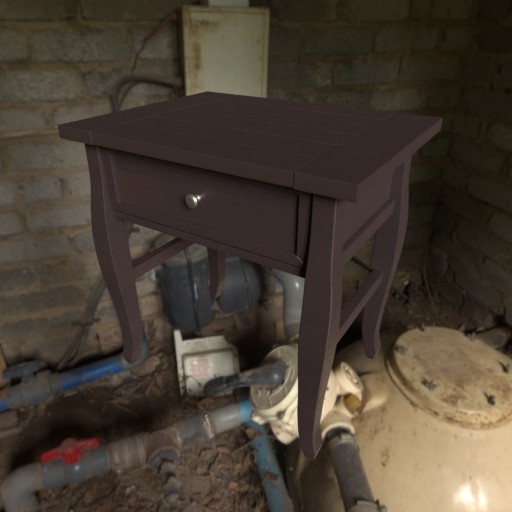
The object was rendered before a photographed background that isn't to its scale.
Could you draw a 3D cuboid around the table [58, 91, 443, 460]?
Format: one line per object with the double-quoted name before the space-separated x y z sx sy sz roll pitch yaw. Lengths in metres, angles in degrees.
"table" 0.000 0.000 1.015 0.602 0.605 0.460 17 34 28
